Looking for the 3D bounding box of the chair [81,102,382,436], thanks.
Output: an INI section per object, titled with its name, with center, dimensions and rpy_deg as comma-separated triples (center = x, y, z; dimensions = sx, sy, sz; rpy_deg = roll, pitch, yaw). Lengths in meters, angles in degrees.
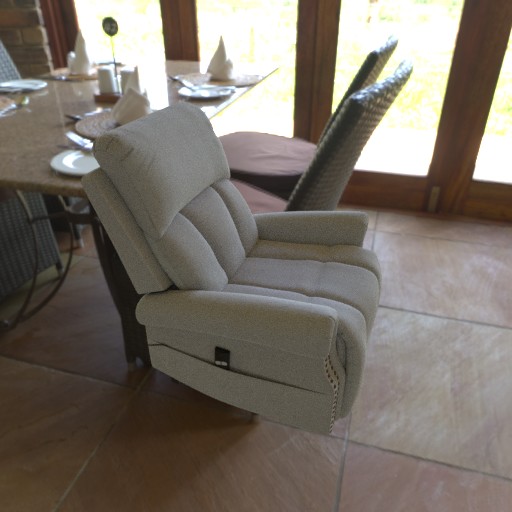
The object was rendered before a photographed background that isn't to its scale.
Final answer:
[chair]
center = 0.000, 0.000, 1.756
dimensions = 0.979, 1.031, 0.871
rpy_deg = 10, 32, 17
